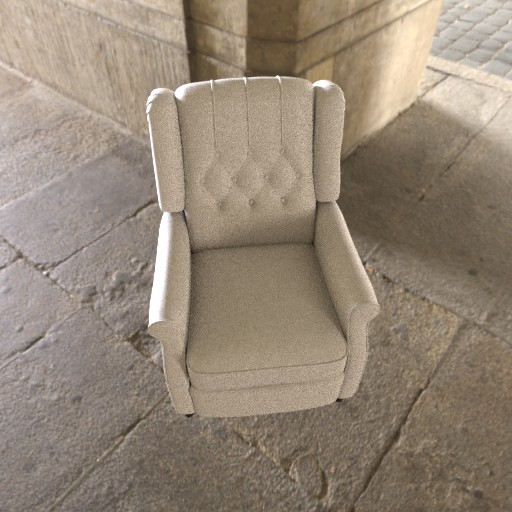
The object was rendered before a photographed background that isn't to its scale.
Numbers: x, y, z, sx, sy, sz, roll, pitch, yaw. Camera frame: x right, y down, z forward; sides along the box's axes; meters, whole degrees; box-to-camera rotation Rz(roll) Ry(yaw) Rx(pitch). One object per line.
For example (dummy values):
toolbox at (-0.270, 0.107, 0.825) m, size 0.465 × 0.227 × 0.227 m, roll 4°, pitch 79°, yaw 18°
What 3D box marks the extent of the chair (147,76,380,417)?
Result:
chair at (0.000, 0.000, 1.652) m, size 0.742 × 1.035 × 0.902 m, roll -4°, pitch 48°, yaw -4°
